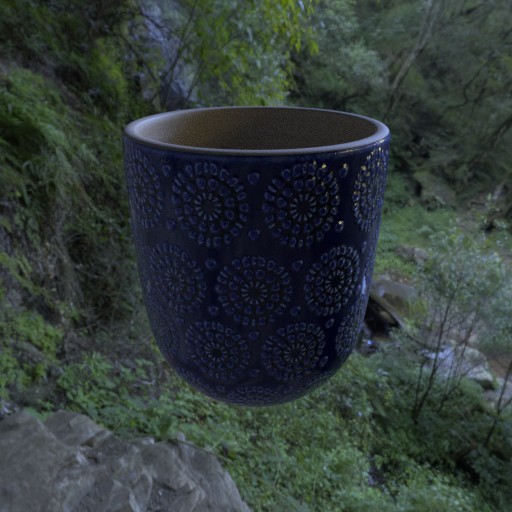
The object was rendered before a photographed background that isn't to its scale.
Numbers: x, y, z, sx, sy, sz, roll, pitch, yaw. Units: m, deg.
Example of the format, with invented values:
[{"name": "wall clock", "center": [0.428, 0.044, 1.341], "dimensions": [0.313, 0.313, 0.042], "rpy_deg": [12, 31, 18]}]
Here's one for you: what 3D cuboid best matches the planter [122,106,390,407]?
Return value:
[{"name": "planter", "center": [0.000, 0.000, 0.354], "dimensions": [0.184, 0.206, 0.184], "rpy_deg": [0, 26, 0]}]
